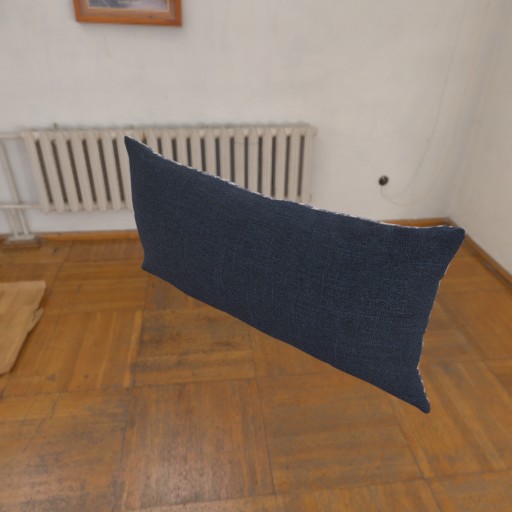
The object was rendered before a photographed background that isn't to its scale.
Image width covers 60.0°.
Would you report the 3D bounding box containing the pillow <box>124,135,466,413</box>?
[{"bbox_3d":[0.000,0.000,0.726,0.631,0.292,0.148,22,37,32],"label":"pillow"}]
